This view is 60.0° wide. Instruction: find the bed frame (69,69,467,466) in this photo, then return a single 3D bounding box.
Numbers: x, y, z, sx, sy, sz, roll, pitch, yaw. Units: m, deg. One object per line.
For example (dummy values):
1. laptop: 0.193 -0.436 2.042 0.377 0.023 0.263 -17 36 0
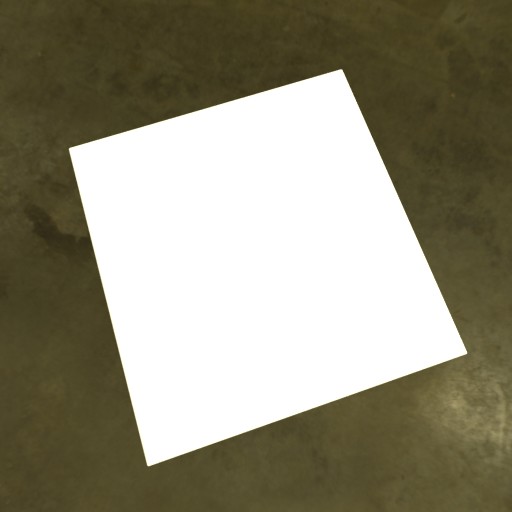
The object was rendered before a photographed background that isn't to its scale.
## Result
1. bed frame: 0.000 0.000 3.022 1.930 0.559 2.032 -18 76 -5
